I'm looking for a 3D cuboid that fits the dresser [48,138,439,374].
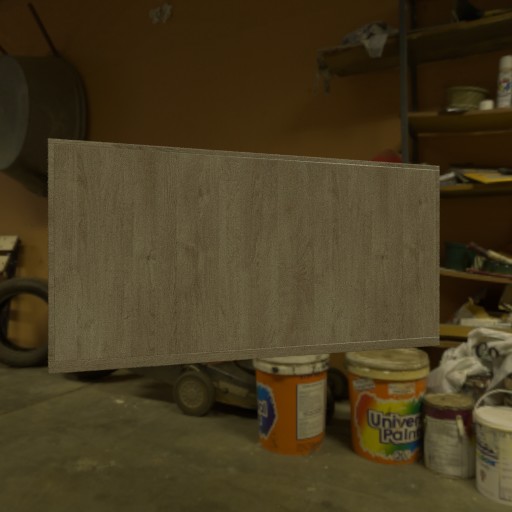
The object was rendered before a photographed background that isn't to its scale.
[{"bbox_3d":[0.000,0.000,1.913,1.590,0.795,0.390,0,0,-18],"label":"dresser"}]
